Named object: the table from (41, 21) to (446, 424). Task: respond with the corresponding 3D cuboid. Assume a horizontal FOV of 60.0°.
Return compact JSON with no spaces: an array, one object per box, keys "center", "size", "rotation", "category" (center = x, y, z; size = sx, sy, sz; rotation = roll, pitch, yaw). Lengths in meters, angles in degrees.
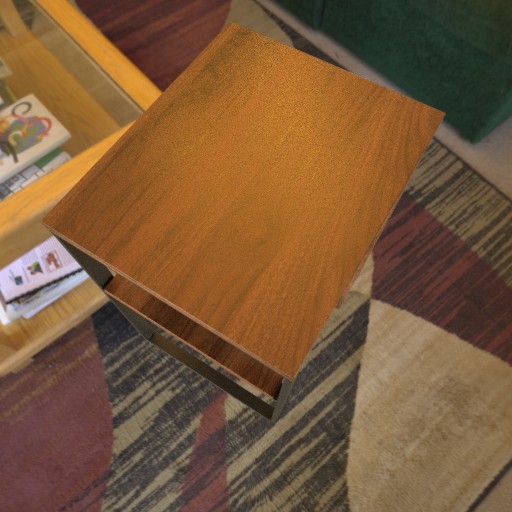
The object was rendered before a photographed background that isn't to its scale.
[{"center":[0.000,0.000,1.540],"size":[0.660,1.041,0.786],"rotation":[29,68,13],"category":"table"}]
